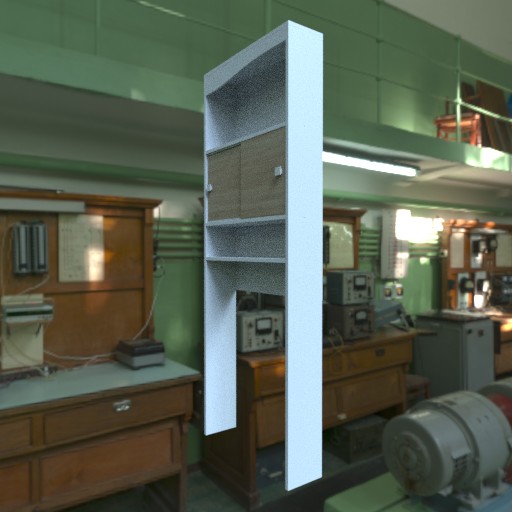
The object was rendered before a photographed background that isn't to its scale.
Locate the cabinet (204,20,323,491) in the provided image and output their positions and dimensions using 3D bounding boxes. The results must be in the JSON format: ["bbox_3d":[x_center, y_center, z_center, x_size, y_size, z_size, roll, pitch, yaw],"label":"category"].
[{"bbox_3d":[0.000,0.000,1.975,0.192,1.770,0.643,0,1,-36],"label":"cabinet"}]
